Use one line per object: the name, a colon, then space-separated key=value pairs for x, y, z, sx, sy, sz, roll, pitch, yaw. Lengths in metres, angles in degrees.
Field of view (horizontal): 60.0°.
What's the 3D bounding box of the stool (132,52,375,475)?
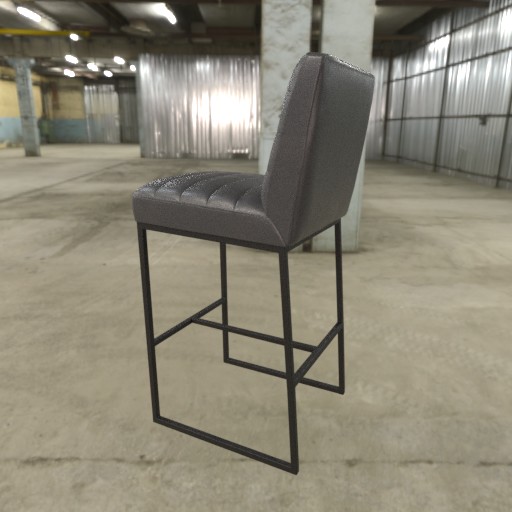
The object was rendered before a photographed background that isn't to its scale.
stool: x=0.000 y=0.000 z=1.326 sx=0.552 sy=1.040 sz=0.457 roll=8 pitch=18 yaw=26
